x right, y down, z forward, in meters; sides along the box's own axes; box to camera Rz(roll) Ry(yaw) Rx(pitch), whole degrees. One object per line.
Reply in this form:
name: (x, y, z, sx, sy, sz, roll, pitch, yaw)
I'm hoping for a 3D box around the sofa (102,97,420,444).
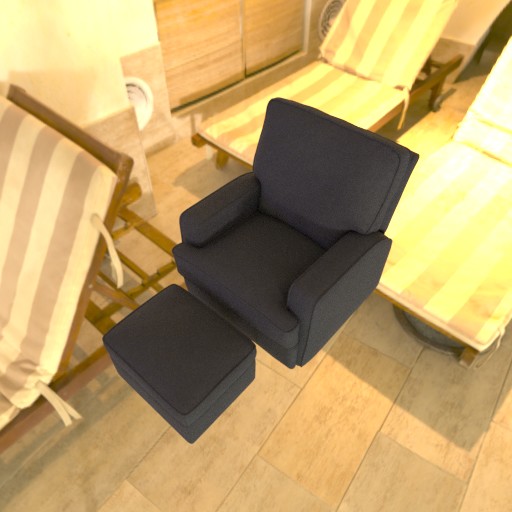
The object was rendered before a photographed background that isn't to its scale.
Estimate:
sofa: (0.000, 0.000, 2.093, 0.861, 0.959, 1.472, 33, 55, 27)
